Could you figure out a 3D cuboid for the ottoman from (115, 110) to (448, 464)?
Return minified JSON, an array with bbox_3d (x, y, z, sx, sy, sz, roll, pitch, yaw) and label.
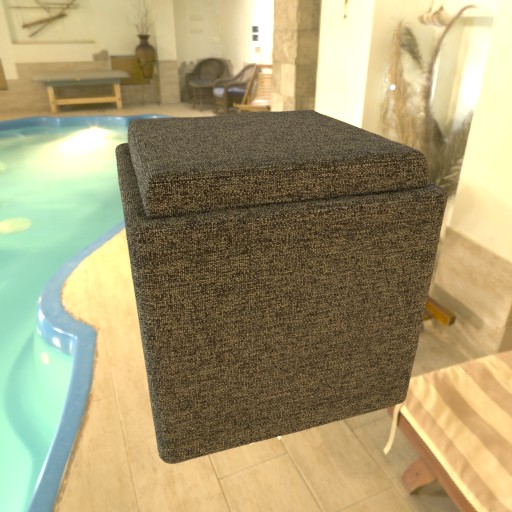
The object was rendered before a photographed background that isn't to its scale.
[{"bbox_3d":[0.000,0.000,0.824,0.450,0.463,0.450,-8,28,-16],"label":"ottoman"}]
